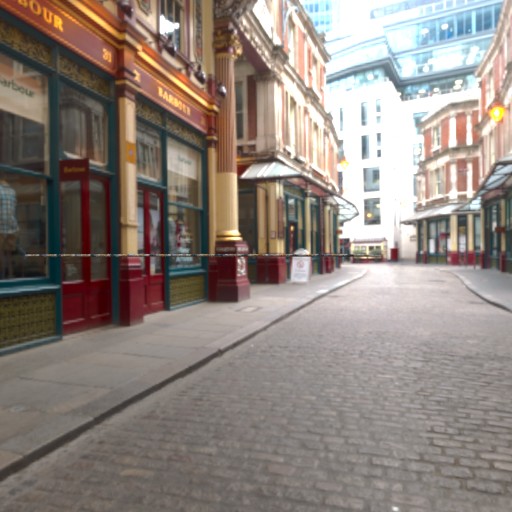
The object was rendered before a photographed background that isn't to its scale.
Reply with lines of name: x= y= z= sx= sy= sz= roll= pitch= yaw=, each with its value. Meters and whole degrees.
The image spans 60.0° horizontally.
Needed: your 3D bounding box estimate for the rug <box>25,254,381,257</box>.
rug: x=0.000 y=0.000 z=2.322 sx=1.230 sy=0.008 sz=1.827 roll=0 pitch=0 yaw=17
